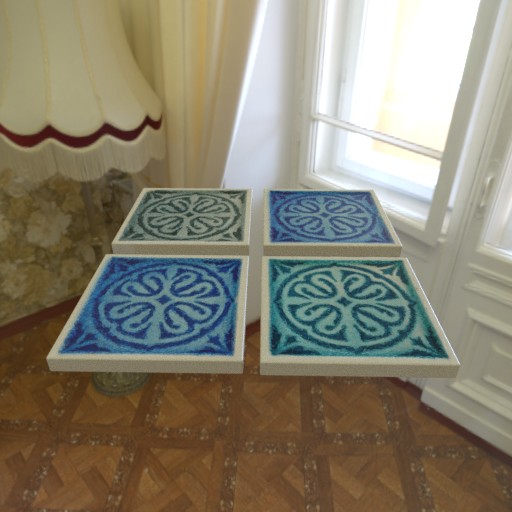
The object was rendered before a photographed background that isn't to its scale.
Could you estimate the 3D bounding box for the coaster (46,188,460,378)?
[{"bbox_3d":[0.000,0.000,0.322,0.214,0.010,0.219,1,32,1],"label":"coaster"}]
